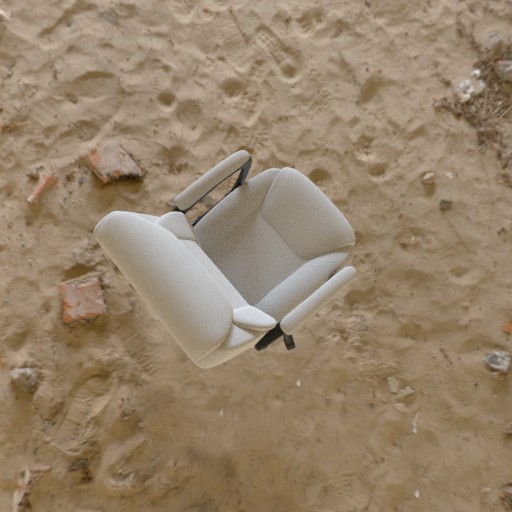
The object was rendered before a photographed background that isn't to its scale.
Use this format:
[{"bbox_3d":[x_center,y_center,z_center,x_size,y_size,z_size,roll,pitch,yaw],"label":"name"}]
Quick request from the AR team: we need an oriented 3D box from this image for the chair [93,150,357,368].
[{"bbox_3d":[0.000,0.000,1.510,0.669,1.065,0.663,-39,80,-9],"label":"chair"}]
